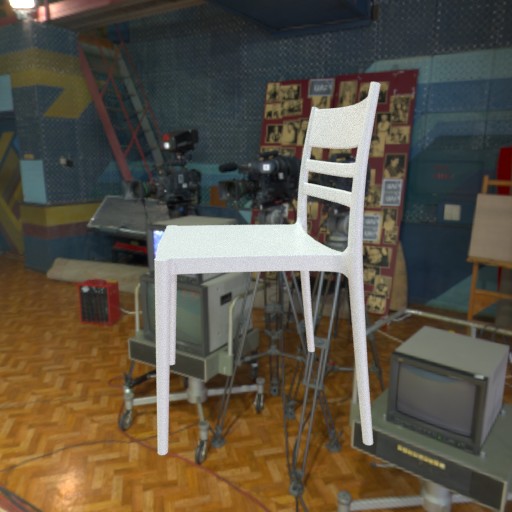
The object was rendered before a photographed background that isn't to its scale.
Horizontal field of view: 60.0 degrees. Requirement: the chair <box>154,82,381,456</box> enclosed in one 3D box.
[{"bbox_3d":[0.000,0.000,1.164,0.511,0.800,0.531,-2,13,-8],"label":"chair"}]
